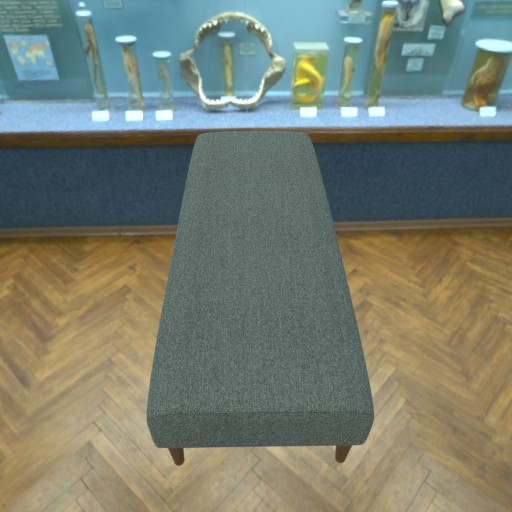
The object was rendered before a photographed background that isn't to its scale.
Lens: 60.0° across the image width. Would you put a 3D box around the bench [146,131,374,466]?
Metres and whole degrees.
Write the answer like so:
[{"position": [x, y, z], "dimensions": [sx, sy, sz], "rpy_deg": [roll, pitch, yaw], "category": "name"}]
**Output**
[{"position": [0.000, 0.000, 1.831], "dimensions": [0.631, 0.384, 1.598], "rpy_deg": [-1, 41, -1], "category": "bench"}]
